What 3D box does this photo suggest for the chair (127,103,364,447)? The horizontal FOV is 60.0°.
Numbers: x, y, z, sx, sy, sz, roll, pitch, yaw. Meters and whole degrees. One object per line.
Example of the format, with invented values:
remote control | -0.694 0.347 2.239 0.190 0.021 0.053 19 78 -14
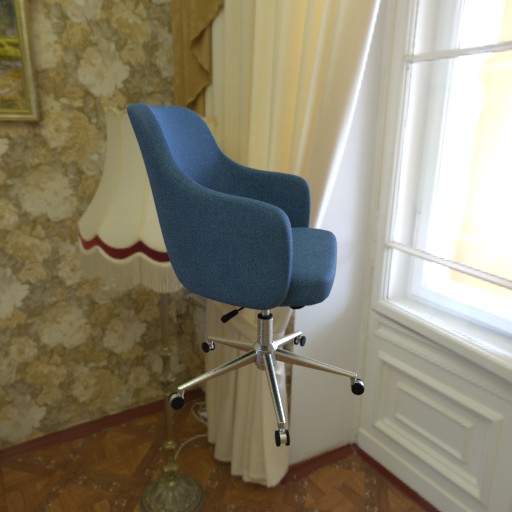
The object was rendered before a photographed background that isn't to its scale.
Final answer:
chair | 0.000 0.000 1.264 0.655 0.820 0.599 3 17 10
